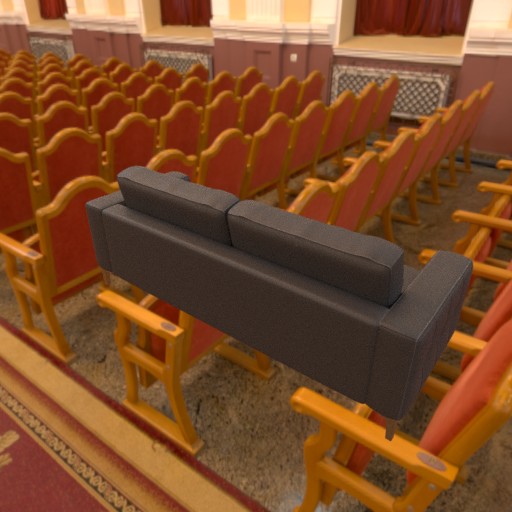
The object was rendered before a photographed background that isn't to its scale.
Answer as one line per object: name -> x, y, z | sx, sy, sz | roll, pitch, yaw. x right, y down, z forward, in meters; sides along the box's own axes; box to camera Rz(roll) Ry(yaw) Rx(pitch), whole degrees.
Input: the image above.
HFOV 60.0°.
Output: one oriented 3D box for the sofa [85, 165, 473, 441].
sofa -> 0.000, 0.000, 2.704 | 2.275, 0.893, 0.833 | 21, 36, 32
